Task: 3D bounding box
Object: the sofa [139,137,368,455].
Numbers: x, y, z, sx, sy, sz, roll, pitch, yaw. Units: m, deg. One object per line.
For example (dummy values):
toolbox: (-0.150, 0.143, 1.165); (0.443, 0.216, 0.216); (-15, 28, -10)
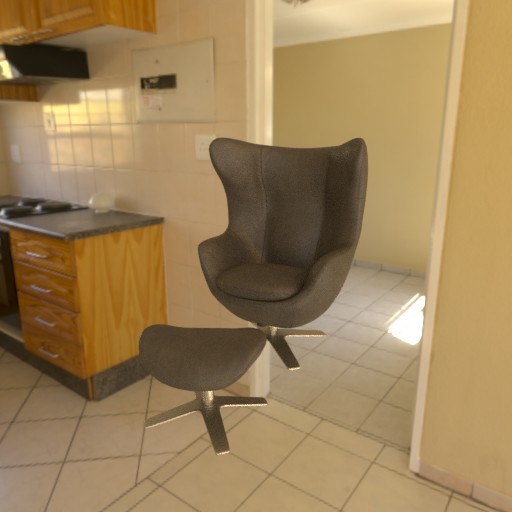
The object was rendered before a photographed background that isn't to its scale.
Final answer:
sofa: (0.000, 0.000, 2.204); (0.894, 1.135, 1.444); (7, 17, 26)
